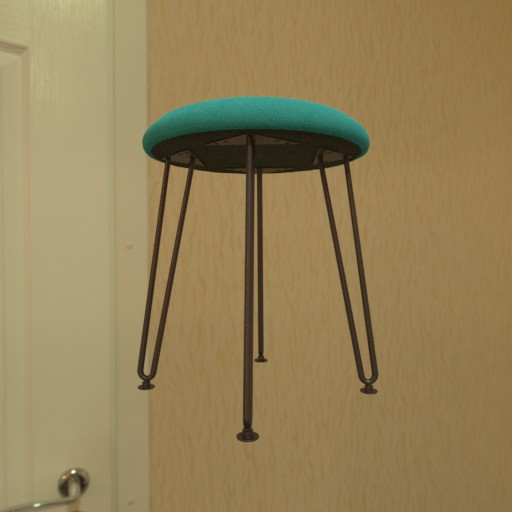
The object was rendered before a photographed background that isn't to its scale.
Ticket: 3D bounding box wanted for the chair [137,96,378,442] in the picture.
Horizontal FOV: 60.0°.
[{"bbox_3d":[0.000,0.000,0.708,0.350,0.430,0.350,1,2,36],"label":"chair"}]
